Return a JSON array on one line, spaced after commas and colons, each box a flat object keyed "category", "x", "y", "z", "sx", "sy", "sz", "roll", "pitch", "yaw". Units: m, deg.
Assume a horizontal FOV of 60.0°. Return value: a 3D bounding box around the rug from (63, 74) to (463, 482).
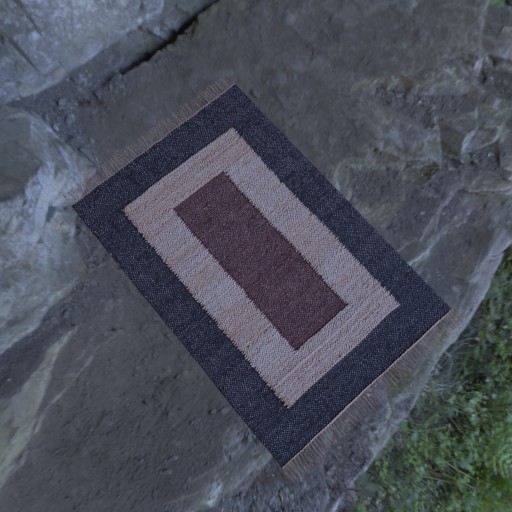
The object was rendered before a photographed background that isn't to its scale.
[{"category": "rug", "x": 0.000, "y": 0.000, "z": 2.463, "sx": 1.224, "sy": 0.027, "sz": 2.021, "roll": -40, "pitch": 80, "yaw": -9}]
